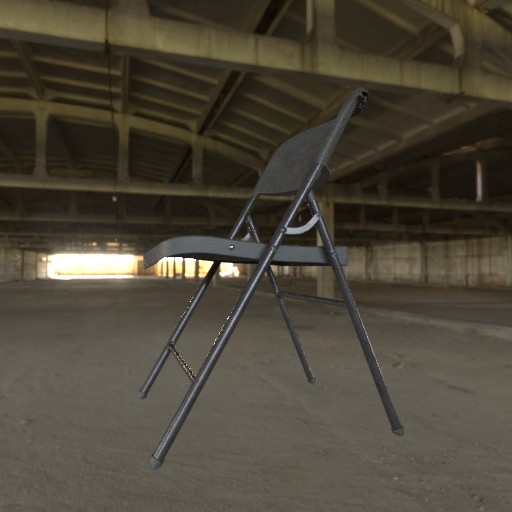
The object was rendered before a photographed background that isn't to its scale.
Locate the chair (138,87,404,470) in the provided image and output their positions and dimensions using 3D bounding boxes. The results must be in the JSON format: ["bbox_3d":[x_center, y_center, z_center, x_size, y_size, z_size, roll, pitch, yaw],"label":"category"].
[{"bbox_3d":[0.000,0.000,1.147,0.567,0.810,0.494,0,-2,-17],"label":"chair"}]
